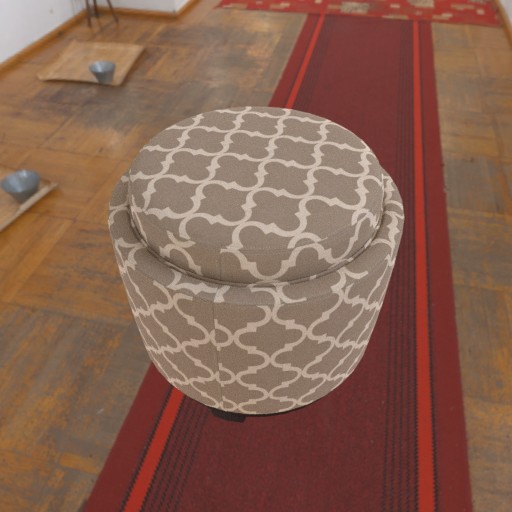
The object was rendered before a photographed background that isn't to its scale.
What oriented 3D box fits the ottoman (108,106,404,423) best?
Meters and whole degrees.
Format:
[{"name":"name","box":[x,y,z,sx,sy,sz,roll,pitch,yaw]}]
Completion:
[{"name":"ottoman","box":[0.000,0.000,0.824,0.480,0.429,0.480,0,45,0]}]
